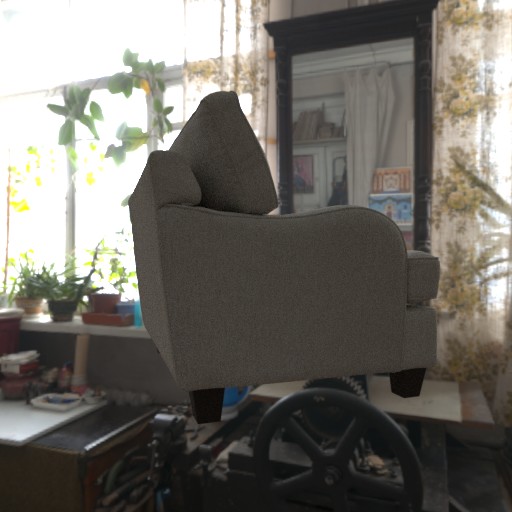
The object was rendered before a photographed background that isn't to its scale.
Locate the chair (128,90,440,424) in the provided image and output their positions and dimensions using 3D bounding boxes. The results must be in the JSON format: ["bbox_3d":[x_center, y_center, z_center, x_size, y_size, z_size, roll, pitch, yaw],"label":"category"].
[{"bbox_3d":[0.000,0.000,1.976,1.041,1.016,1.220,0,0,-19],"label":"chair"}]
